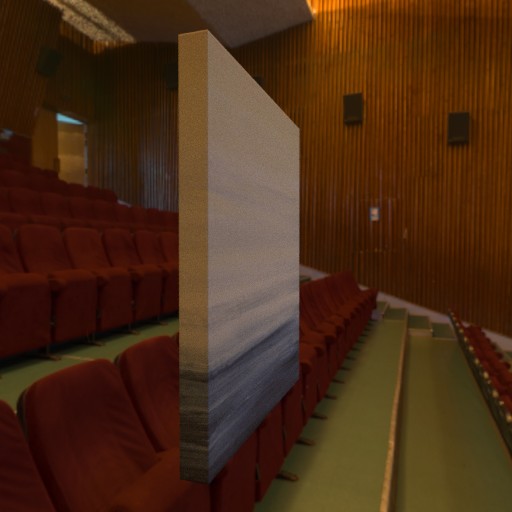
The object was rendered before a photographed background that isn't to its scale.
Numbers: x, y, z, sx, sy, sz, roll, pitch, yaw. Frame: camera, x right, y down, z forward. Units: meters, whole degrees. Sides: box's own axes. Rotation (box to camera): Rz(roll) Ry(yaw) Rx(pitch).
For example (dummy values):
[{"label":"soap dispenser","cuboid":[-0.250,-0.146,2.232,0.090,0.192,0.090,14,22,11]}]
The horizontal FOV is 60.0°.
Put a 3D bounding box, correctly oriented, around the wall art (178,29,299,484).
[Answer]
[{"label":"wall art","cuboid":[0.000,0.000,0.709,0.037,0.511,0.435,0,1,19]}]
